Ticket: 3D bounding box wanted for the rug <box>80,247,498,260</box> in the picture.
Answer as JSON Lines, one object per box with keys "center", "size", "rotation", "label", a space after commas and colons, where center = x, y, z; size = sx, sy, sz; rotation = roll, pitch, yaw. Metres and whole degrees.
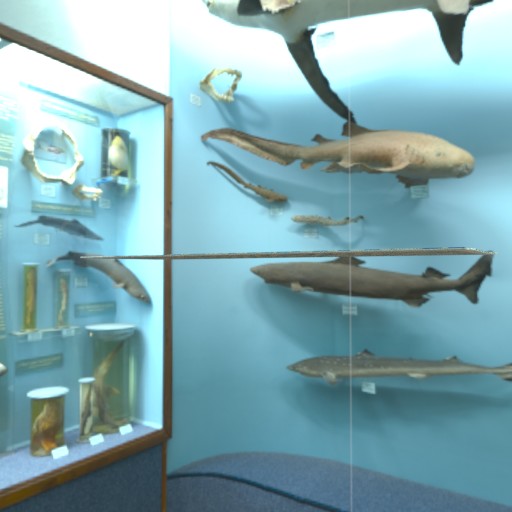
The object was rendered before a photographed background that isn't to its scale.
{"center": [0.000, 0.000, 2.613], "size": [2.446, 0.011, 0.768], "rotation": [-1, -2, 37], "label": "rug"}
